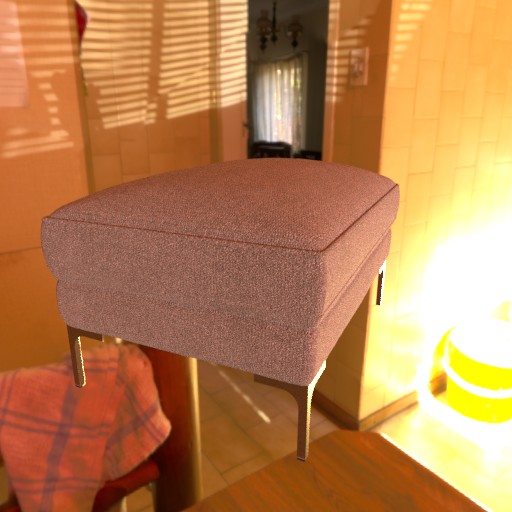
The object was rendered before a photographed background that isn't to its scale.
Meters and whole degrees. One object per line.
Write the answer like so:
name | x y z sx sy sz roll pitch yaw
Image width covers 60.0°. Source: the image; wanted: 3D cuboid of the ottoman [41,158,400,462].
ottoman | 0.000 0.000 1.129 0.583 0.464 0.785 8 19 24
